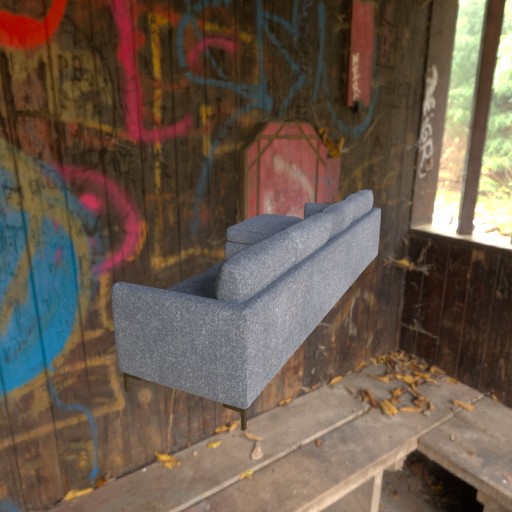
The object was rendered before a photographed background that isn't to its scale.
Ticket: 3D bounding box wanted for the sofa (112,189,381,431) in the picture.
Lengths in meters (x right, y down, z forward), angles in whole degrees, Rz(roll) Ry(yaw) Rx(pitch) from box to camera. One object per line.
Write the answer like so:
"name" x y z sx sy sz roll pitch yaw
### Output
"sofa" 0.000 0.000 3.483 1.350 0.810 2.932 8 18 25
